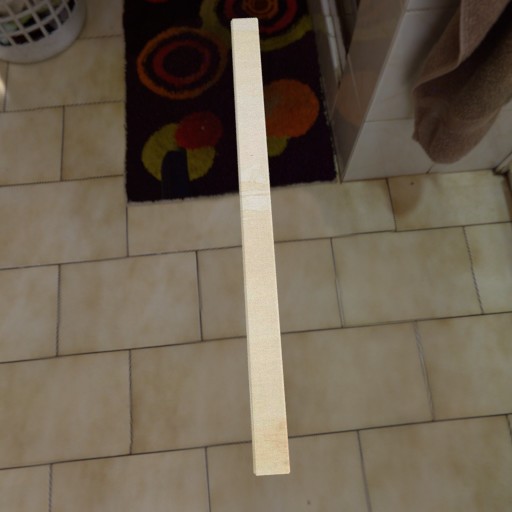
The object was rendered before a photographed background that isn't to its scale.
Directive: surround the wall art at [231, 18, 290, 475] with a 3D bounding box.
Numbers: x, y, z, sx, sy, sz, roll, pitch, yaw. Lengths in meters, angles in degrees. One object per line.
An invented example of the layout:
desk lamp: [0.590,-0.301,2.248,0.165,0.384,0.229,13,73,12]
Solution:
wall art: [0.000,0.000,0.759,0.040,0.402,0.613,-3,74,-1]
